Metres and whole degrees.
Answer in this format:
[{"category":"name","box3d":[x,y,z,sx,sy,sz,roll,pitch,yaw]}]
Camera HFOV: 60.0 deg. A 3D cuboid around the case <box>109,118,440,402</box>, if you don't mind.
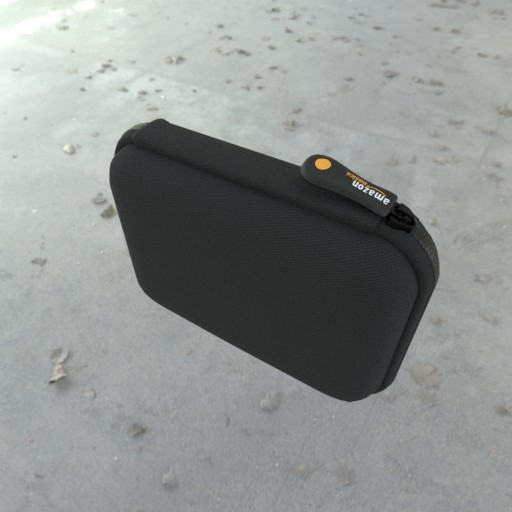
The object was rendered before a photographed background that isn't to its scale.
[{"category":"case","box3d":[0.000,0.000,0.178,0.132,0.105,0.038,24,50,22]}]
